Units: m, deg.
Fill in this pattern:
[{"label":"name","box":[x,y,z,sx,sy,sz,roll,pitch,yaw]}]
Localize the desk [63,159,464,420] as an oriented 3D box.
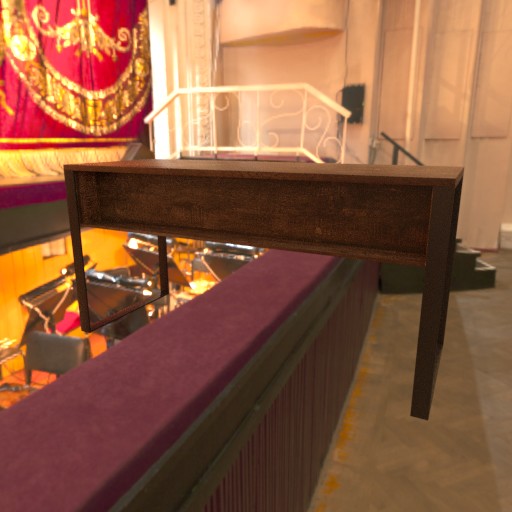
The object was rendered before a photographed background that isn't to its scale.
[{"label":"desk","box":[0.000,0.000,1.901,1.524,0.762,0.599,7,16,26]}]
